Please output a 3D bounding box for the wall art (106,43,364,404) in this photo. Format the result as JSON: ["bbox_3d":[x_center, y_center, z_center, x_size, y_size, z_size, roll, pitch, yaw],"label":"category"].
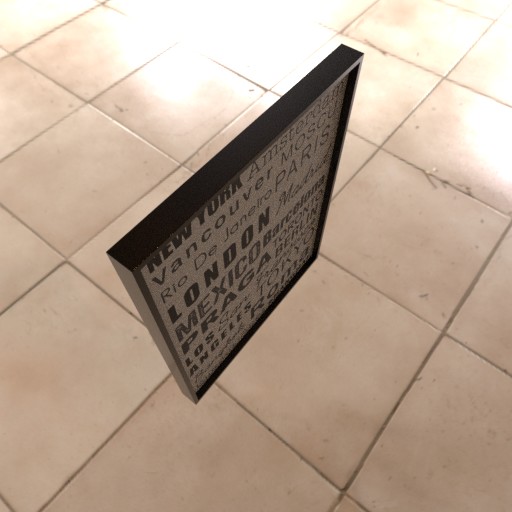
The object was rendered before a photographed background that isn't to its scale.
[{"bbox_3d":[0.000,0.000,0.770,0.038,0.551,0.448,34,64,19],"label":"wall art"}]
